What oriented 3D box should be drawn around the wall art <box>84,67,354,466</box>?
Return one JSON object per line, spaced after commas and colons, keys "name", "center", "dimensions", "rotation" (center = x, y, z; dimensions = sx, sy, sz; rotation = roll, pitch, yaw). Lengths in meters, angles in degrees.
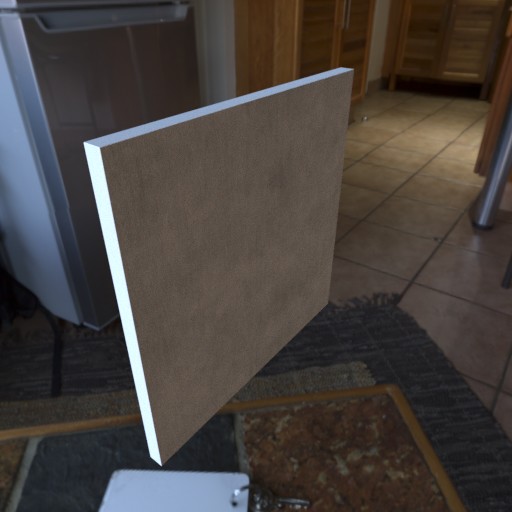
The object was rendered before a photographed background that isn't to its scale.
{"name": "wall art", "center": [0.000, 0.000, 0.650], "dimensions": [0.023, 0.453, 0.455], "rotation": [23, 39, 31]}
